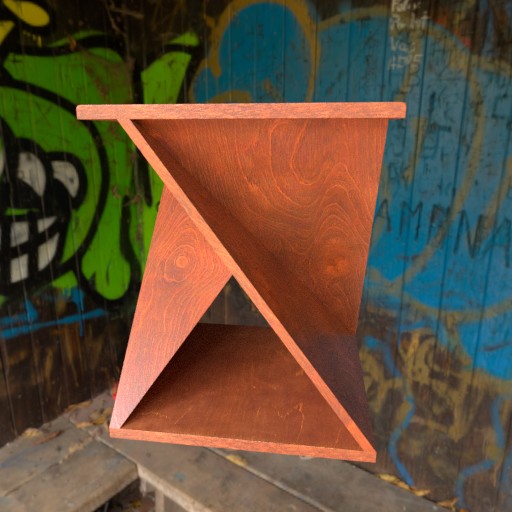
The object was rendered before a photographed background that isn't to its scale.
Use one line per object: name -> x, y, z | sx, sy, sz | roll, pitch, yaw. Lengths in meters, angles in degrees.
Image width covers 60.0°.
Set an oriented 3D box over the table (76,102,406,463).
table -> 0.000, 0.000, 0.837 | 0.427, 0.520, 0.427 | 2, 16, 8
